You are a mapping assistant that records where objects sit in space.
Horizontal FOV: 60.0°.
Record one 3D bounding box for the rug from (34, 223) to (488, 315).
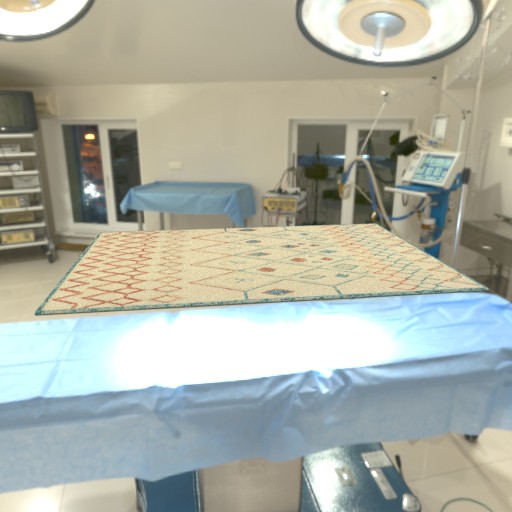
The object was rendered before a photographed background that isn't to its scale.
[{"bbox_3d":[0.000,0.000,2.337,1.829,0.016,1.219,-2,17,-7],"label":"rug"}]
